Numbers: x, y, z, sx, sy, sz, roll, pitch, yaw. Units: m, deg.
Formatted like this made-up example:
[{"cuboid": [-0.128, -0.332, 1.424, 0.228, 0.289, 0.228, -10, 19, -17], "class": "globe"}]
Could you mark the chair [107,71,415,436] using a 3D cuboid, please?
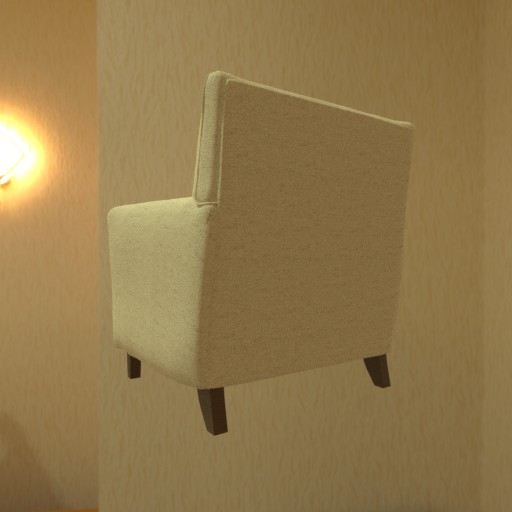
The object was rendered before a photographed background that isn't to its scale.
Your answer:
[{"cuboid": [0.000, 0.000, 1.640, 0.870, 0.943, 0.823, 0, 1, -36], "class": "chair"}]
